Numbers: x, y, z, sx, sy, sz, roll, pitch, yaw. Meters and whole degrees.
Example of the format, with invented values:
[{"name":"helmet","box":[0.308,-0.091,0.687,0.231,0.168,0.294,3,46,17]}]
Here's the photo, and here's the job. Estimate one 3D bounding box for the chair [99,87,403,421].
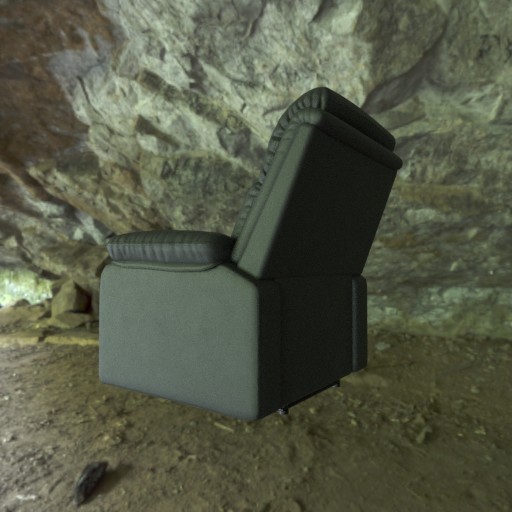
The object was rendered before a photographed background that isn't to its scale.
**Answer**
[{"name":"chair","box":[0.000,0.000,1.678,0.919,0.992,0.855,-1,-1,35]}]
